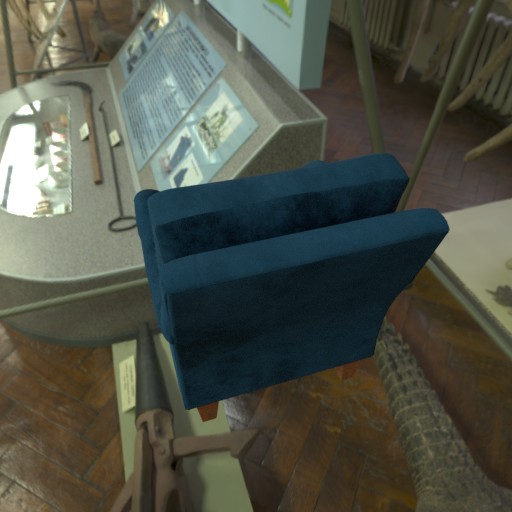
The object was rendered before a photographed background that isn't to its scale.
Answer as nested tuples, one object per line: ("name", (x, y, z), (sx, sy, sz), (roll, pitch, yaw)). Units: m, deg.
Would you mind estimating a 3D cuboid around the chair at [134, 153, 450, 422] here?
("chair", (0.000, 0.000, 1.840), (0.895, 1.076, 1.078), (-12, 43, -14))
